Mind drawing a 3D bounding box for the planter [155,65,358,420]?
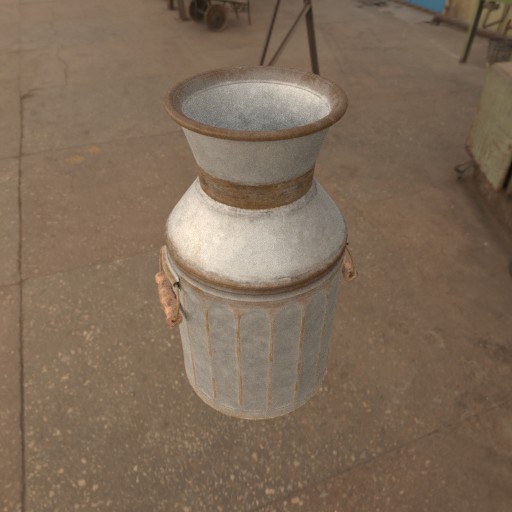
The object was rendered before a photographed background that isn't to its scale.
[{"bbox_3d":[0.000,0.000,0.541,0.245,0.396,0.214,-13,42,-15],"label":"planter"}]
